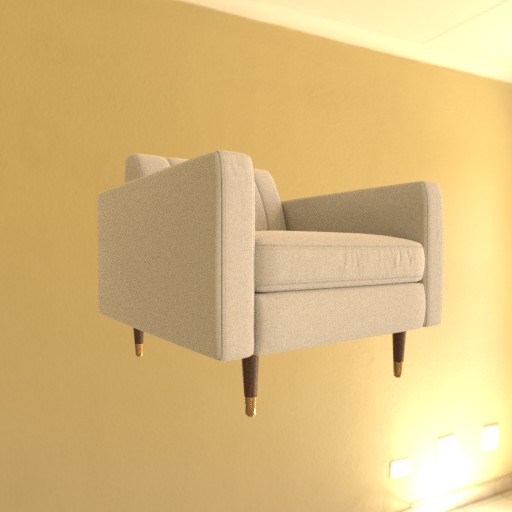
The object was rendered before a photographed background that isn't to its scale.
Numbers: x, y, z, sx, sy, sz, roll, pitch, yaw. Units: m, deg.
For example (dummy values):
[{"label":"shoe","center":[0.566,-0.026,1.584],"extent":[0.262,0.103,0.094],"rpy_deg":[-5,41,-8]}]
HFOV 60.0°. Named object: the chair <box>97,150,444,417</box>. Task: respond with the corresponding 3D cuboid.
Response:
[{"label":"chair","center":[0.000,0.000,1.658],"extent":[0.953,0.819,0.998],"rpy_deg":[-1,1,-35]}]
